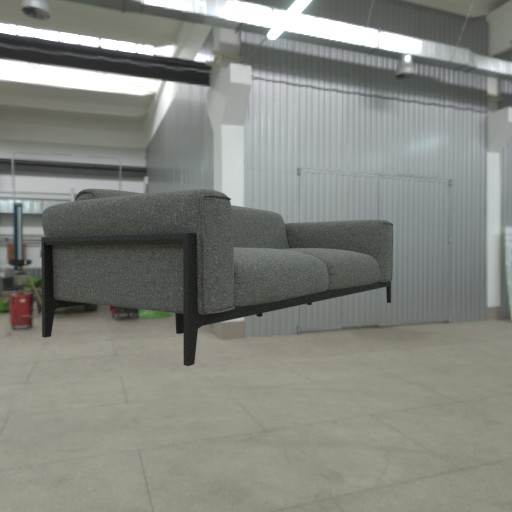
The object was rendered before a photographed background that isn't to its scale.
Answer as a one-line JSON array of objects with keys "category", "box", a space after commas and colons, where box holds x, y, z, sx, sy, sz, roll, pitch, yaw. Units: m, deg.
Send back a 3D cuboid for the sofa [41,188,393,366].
[{"category": "sofa", "box": [0.000, 0.000, 2.578, 0.985, 0.703, 2.125, 1, 1, 34]}]
